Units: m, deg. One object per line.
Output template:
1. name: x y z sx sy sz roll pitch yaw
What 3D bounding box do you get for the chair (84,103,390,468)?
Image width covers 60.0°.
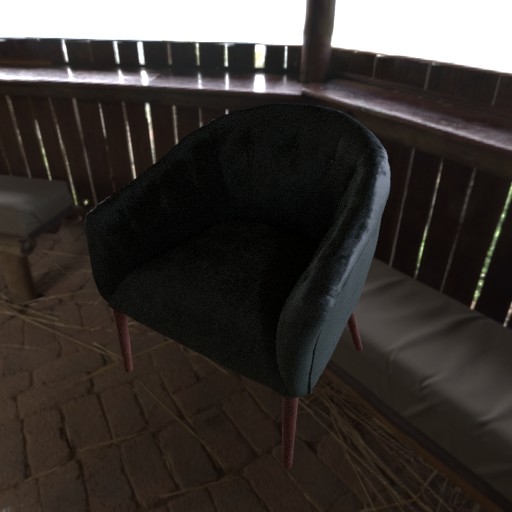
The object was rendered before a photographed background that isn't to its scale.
1. chair: 0.000 0.000 1.510 0.851 0.885 0.776 19 35 29
